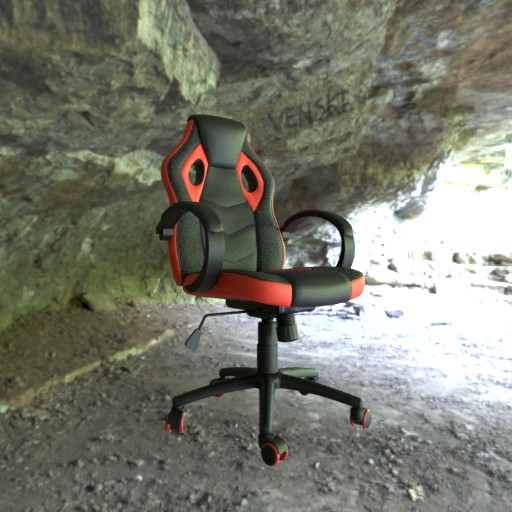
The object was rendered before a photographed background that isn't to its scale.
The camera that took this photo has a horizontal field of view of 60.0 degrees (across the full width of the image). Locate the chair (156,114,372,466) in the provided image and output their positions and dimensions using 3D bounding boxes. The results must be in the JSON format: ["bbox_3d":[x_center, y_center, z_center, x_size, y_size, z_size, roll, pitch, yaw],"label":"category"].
[{"bbox_3d":[0.000,0.000,1.408,0.600,1.016,0.642,-1,1,-34],"label":"chair"}]
